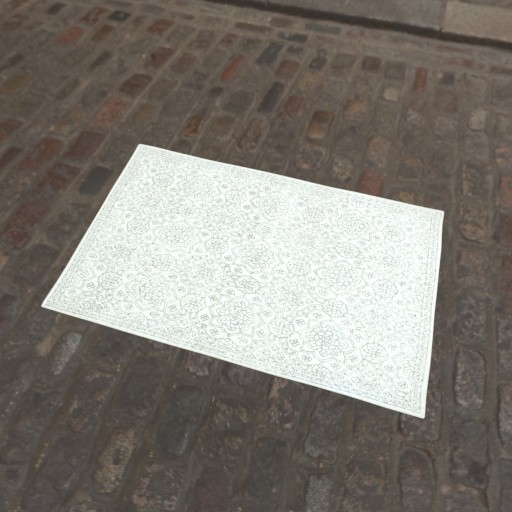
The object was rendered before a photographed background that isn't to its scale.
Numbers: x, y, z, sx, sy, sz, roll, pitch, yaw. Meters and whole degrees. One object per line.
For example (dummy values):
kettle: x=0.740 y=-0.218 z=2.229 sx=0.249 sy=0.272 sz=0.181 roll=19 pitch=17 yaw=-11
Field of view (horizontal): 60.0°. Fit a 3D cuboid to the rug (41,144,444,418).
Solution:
rug: x=0.000 y=0.000 z=3.044 sx=2.434 sy=0.023 sz=1.518 roll=14 pitch=60 yaw=8
